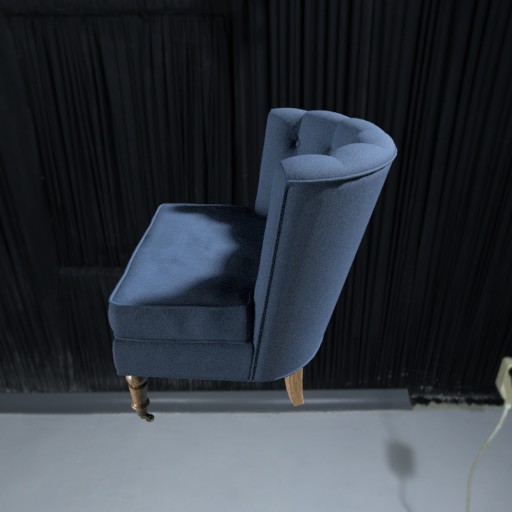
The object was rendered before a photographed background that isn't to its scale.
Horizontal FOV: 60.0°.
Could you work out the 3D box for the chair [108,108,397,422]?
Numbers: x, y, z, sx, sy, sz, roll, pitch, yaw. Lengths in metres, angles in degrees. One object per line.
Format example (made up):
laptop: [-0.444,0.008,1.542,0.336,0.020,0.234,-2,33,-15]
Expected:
chair: [0.000,0.000,1.343,0.718,0.771,0.740,0,27,0]
